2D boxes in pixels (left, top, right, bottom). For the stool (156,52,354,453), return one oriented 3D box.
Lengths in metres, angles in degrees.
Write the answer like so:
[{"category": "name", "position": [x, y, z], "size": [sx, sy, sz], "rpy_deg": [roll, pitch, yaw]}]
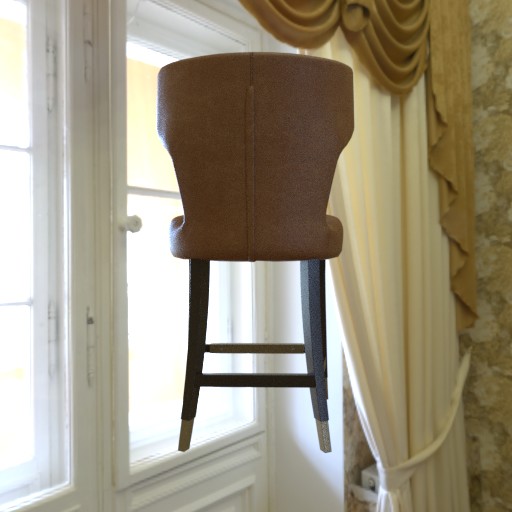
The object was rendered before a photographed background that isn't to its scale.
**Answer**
[{"category": "stool", "position": [0.000, 0.000, 1.313], "size": [0.526, 0.982, 0.563], "rpy_deg": [0, 0, 1]}]
